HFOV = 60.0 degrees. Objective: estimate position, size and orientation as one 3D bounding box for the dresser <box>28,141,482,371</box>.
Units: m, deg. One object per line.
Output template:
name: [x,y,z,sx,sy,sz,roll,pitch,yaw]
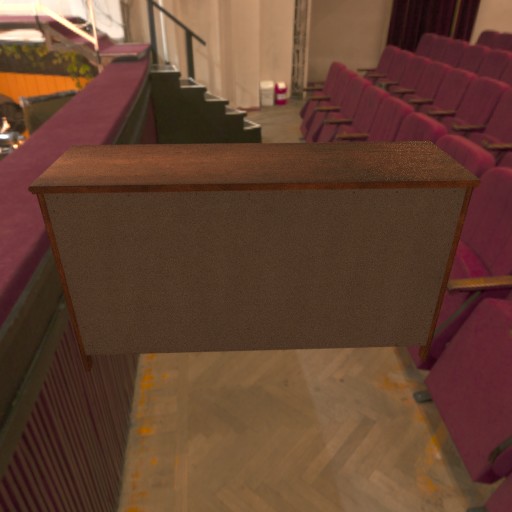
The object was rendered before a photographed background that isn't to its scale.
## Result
dresser: [0.000,0.000,1.926,1.551,0.856,0.463,-1,31,-2]
